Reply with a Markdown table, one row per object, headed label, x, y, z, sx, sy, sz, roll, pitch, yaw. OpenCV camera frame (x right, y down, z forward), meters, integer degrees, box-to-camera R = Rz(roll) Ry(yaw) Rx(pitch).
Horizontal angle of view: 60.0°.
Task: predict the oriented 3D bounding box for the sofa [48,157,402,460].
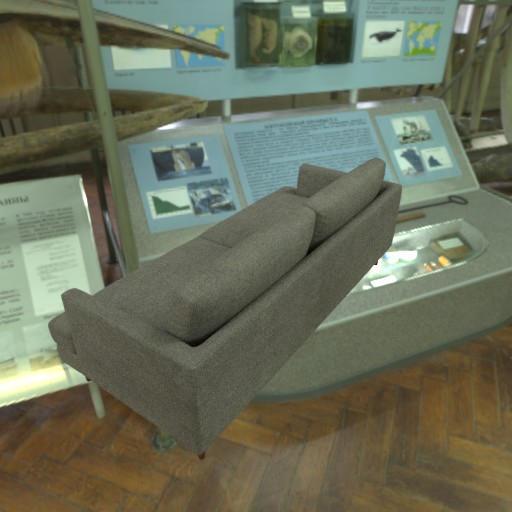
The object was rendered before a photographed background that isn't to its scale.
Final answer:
| label | x | y | z | sx | sy | sz | roll | pitch | yaw |
| --- | --- | --- | --- | --- | --- | --- | --- | --- | --- |
| sofa | 0.000 | 0.000 | 2.761 | 1.020 | 0.868 | 2.250 | 20 | 36 | 30 |
